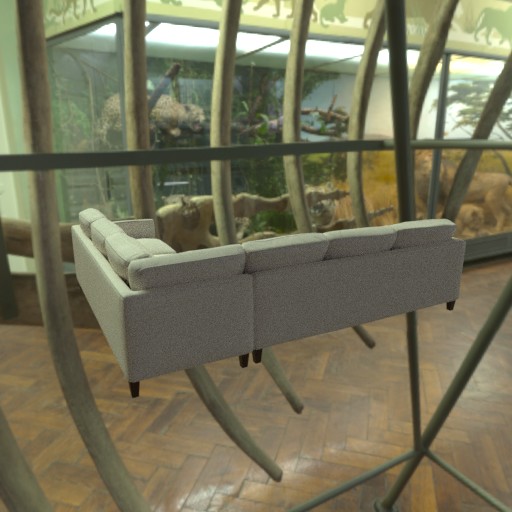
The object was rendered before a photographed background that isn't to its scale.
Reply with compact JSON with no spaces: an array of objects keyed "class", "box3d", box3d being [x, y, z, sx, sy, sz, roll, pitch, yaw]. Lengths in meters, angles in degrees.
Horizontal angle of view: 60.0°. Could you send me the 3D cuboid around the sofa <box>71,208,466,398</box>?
[{"class":"sofa","box3d":[0.000,0.000,4.635,3.302,0.947,2.593,-8,18,-27]}]
